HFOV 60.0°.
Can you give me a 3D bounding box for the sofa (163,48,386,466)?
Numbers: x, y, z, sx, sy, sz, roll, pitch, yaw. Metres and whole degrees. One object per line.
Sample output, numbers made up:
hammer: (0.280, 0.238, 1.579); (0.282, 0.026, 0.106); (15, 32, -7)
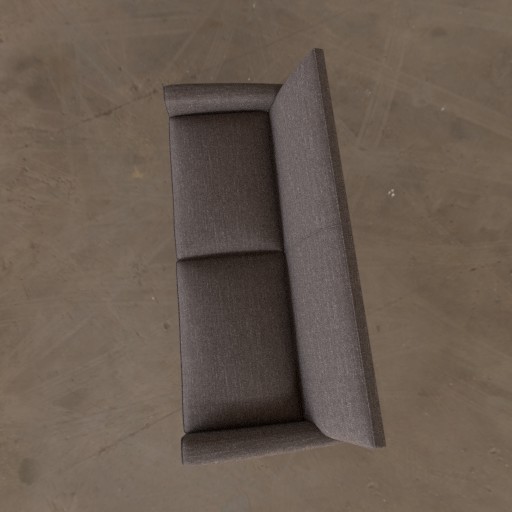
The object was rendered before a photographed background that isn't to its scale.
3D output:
sofa: (0.000, 0.000, 2.404); (0.875, 0.846, 1.976); (-5, 75, -1)
